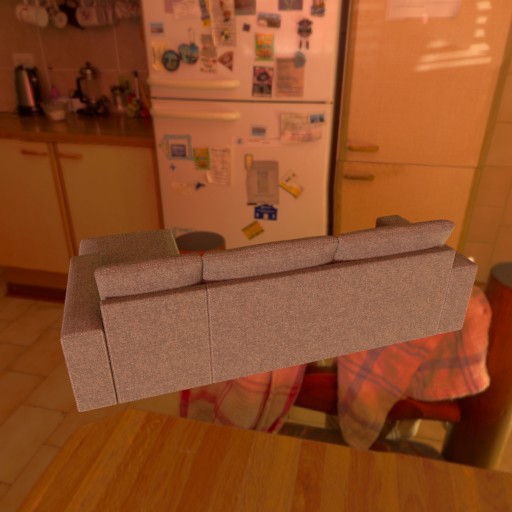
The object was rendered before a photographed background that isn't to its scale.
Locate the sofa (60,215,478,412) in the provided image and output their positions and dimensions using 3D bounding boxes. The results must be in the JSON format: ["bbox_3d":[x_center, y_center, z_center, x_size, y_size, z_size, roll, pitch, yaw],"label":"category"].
[{"bbox_3d":[0.000,0.000,3.491,2.718,0.940,1.689,-8,28,-15],"label":"sofa"}]
